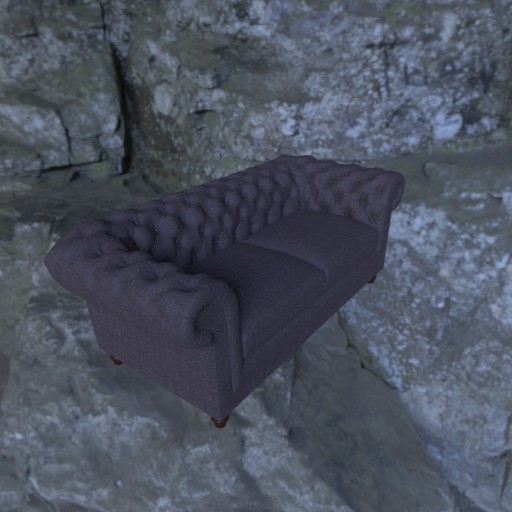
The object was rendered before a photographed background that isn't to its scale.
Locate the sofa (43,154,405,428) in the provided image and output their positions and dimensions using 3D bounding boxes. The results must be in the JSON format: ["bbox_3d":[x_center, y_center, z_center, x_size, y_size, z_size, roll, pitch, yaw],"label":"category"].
[{"bbox_3d":[0.000,0.000,2.537,0.944,0.780,2.048,18,31,33],"label":"sofa"}]
